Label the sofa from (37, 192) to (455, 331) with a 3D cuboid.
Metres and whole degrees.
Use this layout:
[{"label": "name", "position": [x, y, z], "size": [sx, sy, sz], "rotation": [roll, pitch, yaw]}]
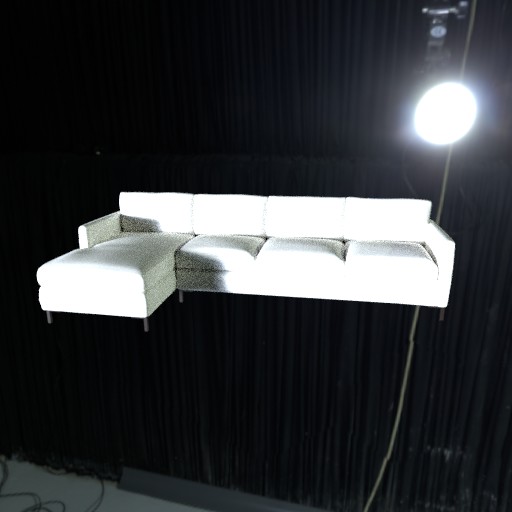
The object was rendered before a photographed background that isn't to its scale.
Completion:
[{"label": "sofa", "position": [0.000, 0.000, 3.790], "size": [3.186, 0.875, 1.467], "rotation": [3, 17, 9]}]
